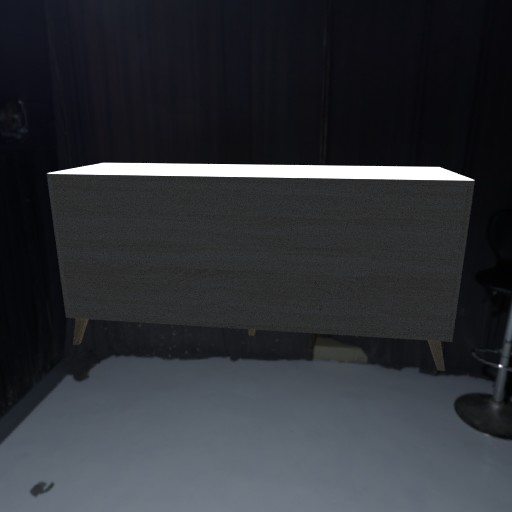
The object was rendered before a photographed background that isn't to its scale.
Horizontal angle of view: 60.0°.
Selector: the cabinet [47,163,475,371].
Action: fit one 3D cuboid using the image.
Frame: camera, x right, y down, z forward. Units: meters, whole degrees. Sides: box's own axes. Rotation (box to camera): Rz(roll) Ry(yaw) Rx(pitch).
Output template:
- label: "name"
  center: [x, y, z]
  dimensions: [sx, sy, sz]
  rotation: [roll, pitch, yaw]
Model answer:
- label: "cabinet"
  center: [0.000, 0.000, 2.042]
  dimensions: [1.649, 0.780, 0.500]
  rotation: [2, 17, 8]
